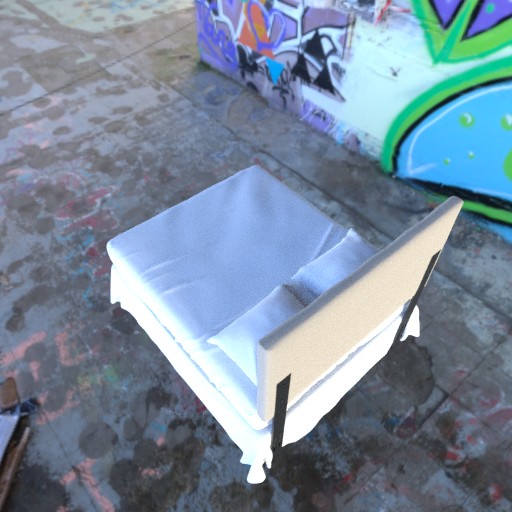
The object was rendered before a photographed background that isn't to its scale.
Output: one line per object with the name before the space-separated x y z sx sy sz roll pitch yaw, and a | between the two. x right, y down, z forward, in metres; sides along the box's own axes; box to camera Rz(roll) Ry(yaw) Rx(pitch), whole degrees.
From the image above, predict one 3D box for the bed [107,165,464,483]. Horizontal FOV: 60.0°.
bed | 0.000 0.000 3.461 1.936 1.577 2.222 -32 56 -26
